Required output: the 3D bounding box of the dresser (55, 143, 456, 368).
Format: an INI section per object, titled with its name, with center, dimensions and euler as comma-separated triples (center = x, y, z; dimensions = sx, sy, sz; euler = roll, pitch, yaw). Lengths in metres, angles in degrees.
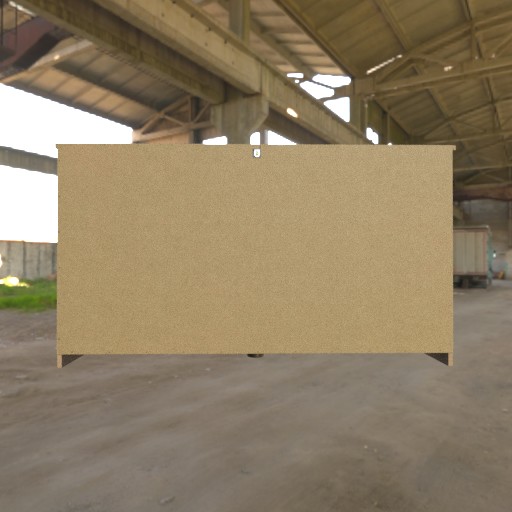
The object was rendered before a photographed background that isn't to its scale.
[dresser]
center = 0.000, 0.000, 1.697
dimensions = 1.360, 0.755, 0.401
euler = 0, 0, -1
